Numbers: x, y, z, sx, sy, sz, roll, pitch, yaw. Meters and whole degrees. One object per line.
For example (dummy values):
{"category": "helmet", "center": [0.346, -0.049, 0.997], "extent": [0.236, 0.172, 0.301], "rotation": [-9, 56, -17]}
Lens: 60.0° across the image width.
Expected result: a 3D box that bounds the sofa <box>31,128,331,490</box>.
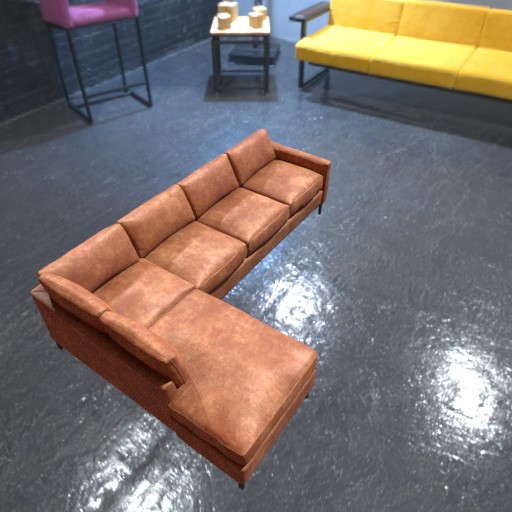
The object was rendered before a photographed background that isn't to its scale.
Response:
{"category": "sofa", "center": [0.000, 0.000, 3.789], "extent": [1.938, 0.877, 2.984], "rotation": [25, 47, 26]}
